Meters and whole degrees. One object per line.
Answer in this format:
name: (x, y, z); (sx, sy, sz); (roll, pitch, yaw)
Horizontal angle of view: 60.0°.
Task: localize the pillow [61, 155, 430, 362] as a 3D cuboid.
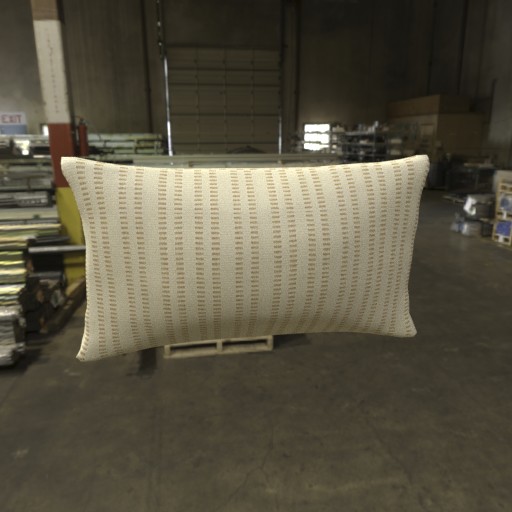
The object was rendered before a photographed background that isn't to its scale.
pillow: (0.000, 0.000, 0.799); (0.640, 0.353, 0.210); (-3, 15, -10)
